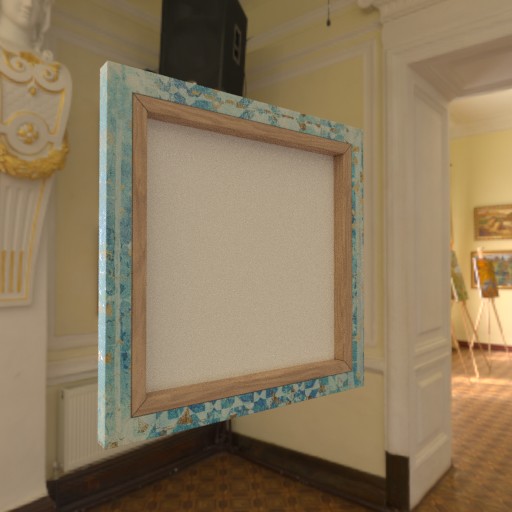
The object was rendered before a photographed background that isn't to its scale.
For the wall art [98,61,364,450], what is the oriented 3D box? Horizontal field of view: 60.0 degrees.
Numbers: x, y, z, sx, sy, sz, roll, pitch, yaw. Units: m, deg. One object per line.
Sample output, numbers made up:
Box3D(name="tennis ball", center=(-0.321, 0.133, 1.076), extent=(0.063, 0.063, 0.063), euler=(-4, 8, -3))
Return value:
Box3D(name="wall art", center=(0.000, 0.000, 0.888), extent=(0.609, 0.609, 0.040), euler=(1, -1, -36))
